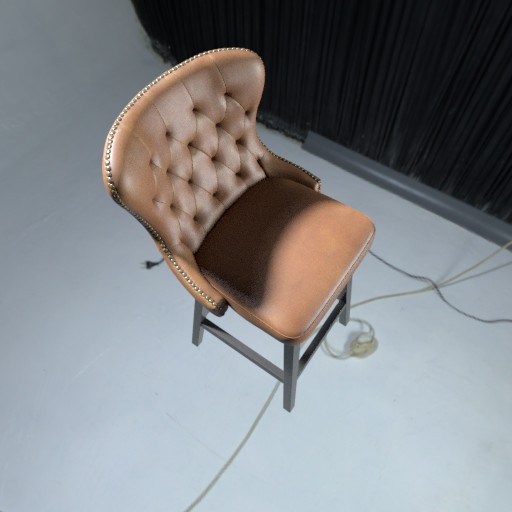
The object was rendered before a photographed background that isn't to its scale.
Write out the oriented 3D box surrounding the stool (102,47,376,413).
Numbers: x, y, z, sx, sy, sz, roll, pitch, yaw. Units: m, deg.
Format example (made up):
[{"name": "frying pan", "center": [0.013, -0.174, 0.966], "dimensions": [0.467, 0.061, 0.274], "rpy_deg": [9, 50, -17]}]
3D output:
[{"name": "stool", "center": [0.000, 0.000, 1.320], "dimensions": [0.593, 0.971, 0.528], "rpy_deg": [31, 63, 18]}]
